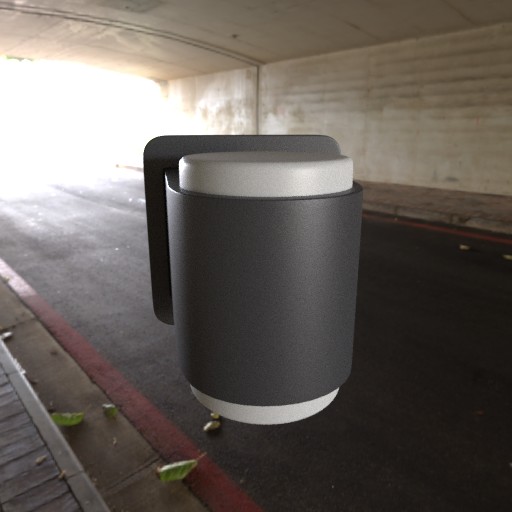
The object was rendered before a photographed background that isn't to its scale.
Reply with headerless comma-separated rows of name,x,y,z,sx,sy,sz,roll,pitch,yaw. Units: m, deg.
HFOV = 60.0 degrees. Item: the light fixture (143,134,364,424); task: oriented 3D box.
light fixture,0.000,0.000,0.210,0.109,0.109,0.132,-2,16,-7
